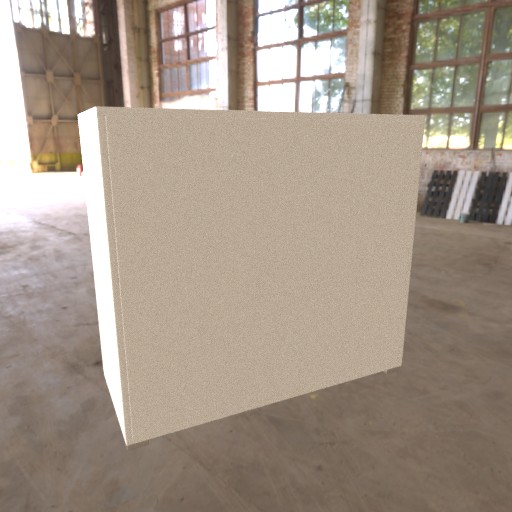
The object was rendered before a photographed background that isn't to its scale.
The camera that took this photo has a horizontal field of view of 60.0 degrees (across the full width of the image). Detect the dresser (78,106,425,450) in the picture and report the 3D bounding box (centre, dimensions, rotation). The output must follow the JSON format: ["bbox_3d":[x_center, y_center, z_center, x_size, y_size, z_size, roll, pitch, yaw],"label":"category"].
[{"bbox_3d":[0.000,0.000,1.647,1.100,1.000,0.460,-7,17,-25],"label":"dresser"}]
